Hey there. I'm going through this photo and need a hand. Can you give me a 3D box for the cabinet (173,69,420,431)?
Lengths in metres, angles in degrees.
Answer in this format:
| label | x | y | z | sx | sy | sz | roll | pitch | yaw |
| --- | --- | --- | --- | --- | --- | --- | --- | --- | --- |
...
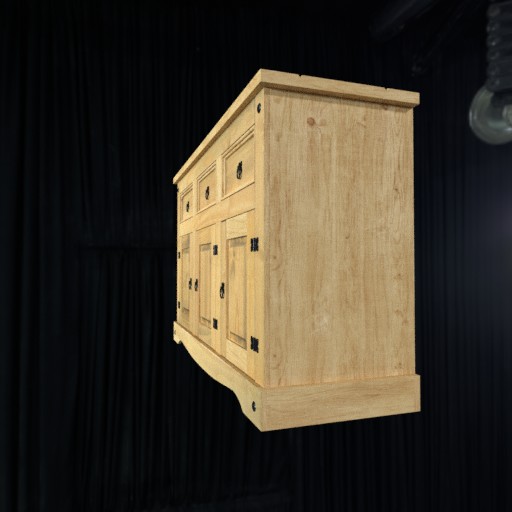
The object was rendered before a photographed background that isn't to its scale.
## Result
| label | x | y | z | sx | sy | sz | roll | pitch | yaw |
| --- | --- | --- | --- | --- | --- | --- | --- | --- | --- |
| cabinet | 0.000 | 0.000 | 1.680 | 0.432 | 0.810 | 1.321 | 0 | -1 | -19 |
